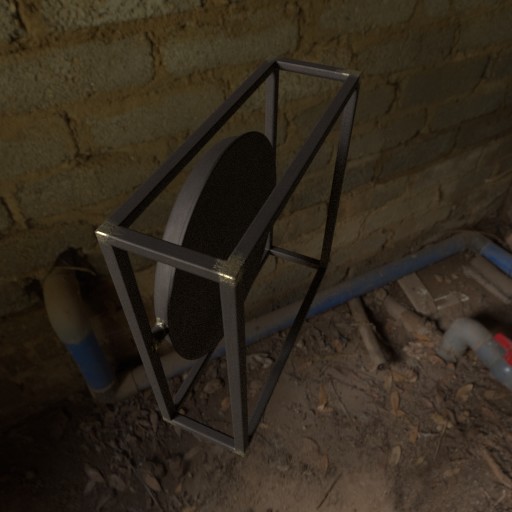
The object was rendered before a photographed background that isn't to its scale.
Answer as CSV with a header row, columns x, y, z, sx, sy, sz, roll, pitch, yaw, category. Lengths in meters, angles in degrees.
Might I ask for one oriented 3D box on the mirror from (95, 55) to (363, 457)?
x,y,z,sx,sy,sz,roll,pitch,yaw,category
0.000,0.000,0.487,0.107,0.303,0.306,18,49,16,mirror
